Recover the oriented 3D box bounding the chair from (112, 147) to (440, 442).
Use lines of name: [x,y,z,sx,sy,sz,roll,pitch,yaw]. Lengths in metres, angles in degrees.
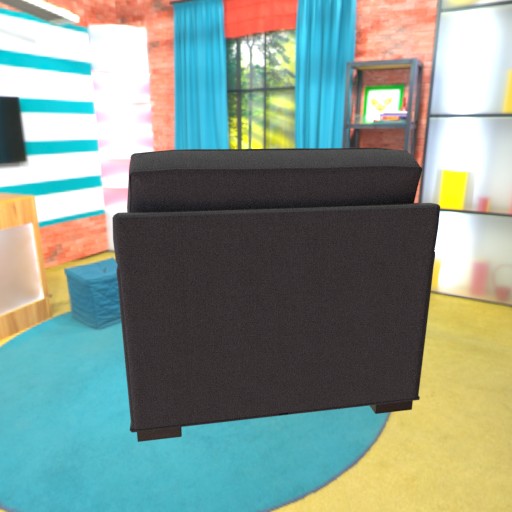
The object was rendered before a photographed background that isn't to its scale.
chair: [0.000,0.000,1.858,0.997,0.913,1.043,-3,16,-10]
